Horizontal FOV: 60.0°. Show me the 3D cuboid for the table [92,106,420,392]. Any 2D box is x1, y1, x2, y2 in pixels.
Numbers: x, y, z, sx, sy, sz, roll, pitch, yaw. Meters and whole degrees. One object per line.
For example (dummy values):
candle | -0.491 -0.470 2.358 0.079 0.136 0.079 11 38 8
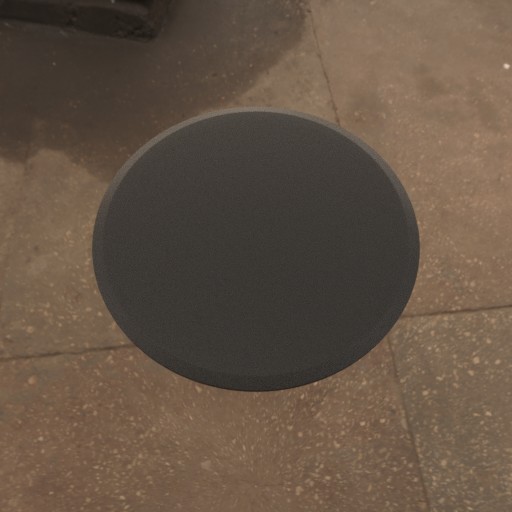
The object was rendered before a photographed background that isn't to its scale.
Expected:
table | 0.000 0.000 1.402 0.900 0.400 0.900 0 63 0
